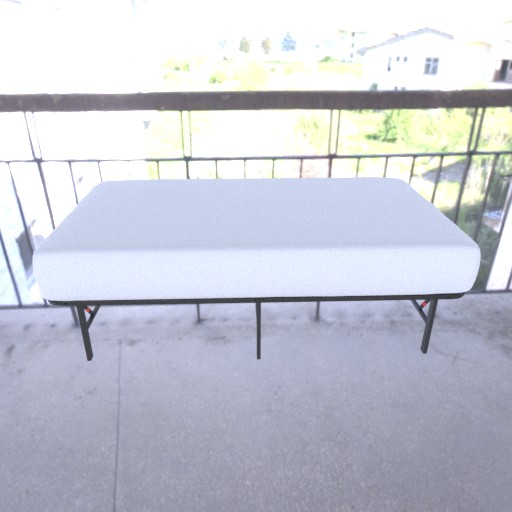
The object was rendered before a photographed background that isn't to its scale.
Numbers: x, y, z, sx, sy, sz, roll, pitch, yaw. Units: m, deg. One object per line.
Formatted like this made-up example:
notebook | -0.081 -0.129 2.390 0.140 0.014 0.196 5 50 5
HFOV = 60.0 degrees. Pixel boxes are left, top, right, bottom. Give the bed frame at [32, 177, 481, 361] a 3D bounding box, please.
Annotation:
bed frame | 0.000 0.000 2.396 1.908 0.640 1.025 -1 26 -2
